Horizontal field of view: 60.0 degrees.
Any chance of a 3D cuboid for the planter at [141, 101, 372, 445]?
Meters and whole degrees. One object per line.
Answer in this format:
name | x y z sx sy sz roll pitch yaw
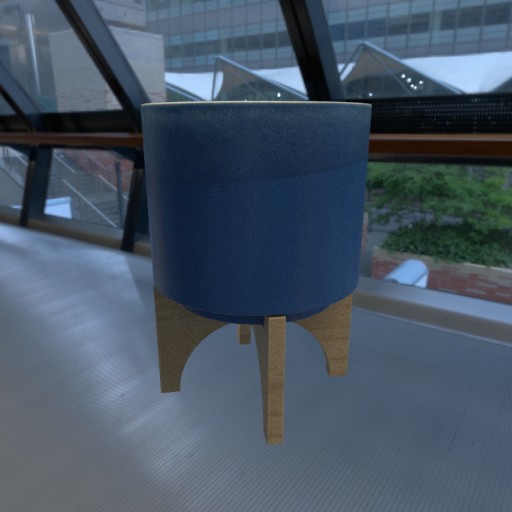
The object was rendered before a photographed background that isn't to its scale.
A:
planter | 0.000 0.000 0.570 0.261 0.367 0.261 0 17 0
